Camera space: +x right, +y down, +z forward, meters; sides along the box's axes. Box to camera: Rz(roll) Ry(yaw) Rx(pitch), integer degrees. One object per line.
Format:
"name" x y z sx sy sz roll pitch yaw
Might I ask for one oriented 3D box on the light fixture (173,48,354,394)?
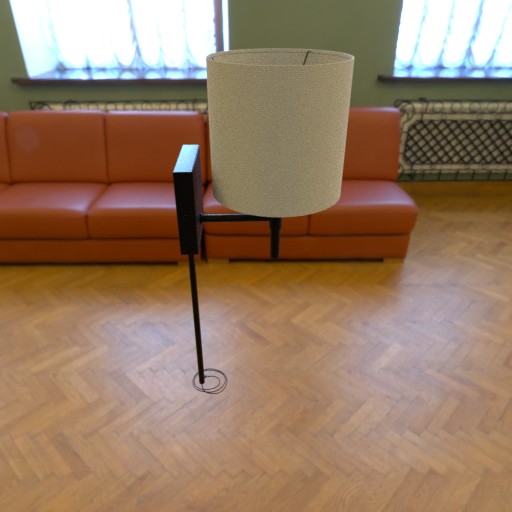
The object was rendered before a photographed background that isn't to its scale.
"light fixture" 0.000 0.000 0.713 0.248 0.589 0.188 -1 30 -2
